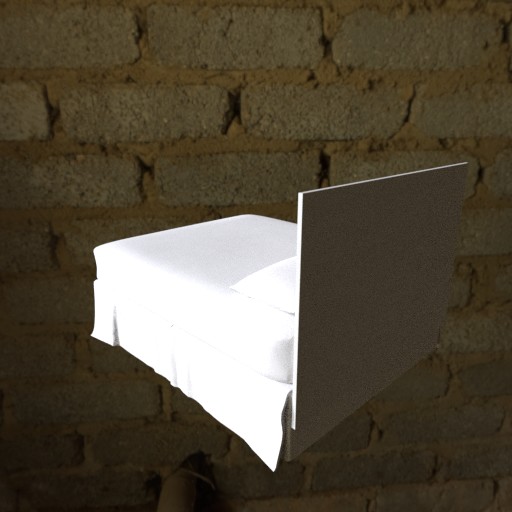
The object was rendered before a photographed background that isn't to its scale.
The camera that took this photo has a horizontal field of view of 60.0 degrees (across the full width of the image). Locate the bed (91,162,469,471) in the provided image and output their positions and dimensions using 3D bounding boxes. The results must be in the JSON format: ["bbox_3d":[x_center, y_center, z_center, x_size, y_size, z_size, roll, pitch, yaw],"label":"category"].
[{"bbox_3d":[0.000,0.000,3.139,1.745,1.335,2.094,-17,24,-41],"label":"bed"}]
